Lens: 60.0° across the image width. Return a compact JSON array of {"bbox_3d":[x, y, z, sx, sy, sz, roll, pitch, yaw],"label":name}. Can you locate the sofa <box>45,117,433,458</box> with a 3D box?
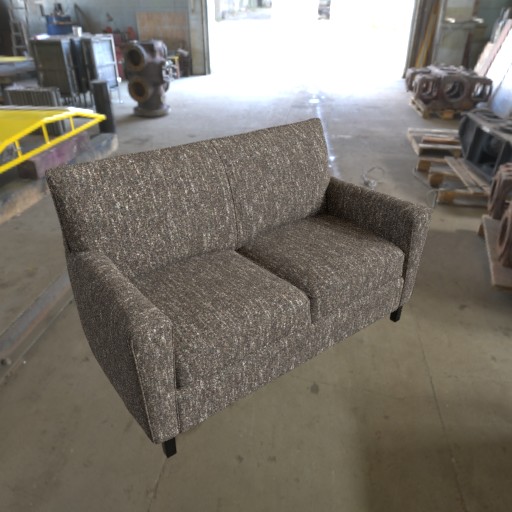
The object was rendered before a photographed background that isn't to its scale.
[{"bbox_3d":[0.000,0.000,2.042,1.519,0.946,0.801,-21,36,-31],"label":"sofa"}]
